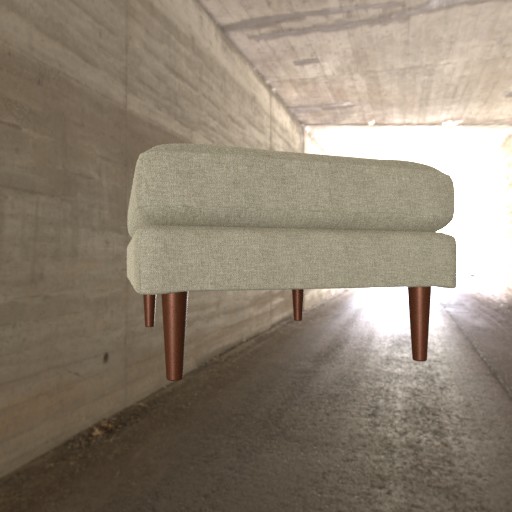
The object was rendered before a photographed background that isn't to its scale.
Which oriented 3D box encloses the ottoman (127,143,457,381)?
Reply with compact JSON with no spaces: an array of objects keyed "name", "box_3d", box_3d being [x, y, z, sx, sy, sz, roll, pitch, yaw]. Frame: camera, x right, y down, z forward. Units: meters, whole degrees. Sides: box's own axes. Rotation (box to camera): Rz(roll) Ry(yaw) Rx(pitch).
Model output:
[{"name":"ottoman","box_3d":[0.000,0.000,1.259,0.693,0.474,0.821,0,-1,-17]}]
